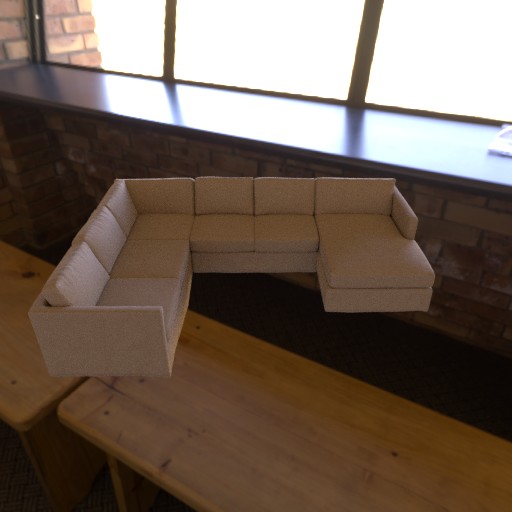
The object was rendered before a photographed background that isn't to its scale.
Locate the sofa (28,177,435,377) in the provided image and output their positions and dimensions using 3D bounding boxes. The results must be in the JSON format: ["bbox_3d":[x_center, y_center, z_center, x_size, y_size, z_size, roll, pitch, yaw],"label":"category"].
[{"bbox_3d":[0.000,0.000,4.486,3.460,0.882,2.427,0,32,0],"label":"sofa"}]
